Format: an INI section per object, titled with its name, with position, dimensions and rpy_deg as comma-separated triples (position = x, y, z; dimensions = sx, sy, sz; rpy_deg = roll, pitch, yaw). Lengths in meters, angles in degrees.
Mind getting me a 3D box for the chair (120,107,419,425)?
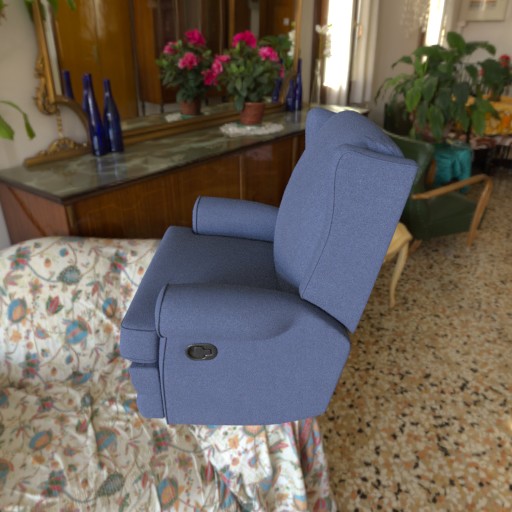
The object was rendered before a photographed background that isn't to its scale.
[chair]
position = 0.000, 0.000, 1.692
dimensions = 0.877, 1.020, 0.971
rpy_deg = 0, 26, 1
